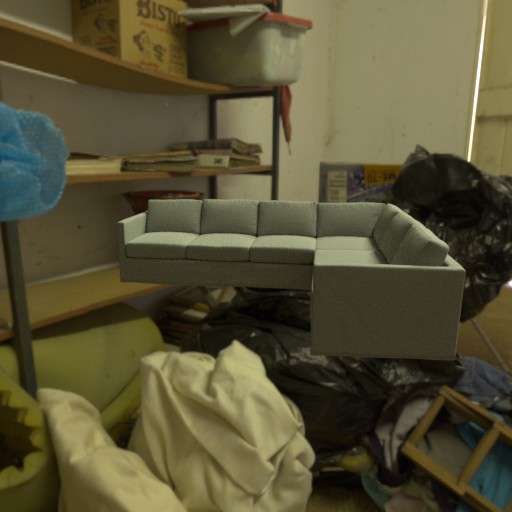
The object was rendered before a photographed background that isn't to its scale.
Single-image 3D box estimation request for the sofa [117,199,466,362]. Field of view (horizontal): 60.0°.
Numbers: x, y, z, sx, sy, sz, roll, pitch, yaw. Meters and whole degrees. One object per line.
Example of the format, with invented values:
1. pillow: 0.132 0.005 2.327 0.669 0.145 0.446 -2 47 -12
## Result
1. sofa: 0.000 0.000 4.376 3.182 0.871 2.432 2 14 8
